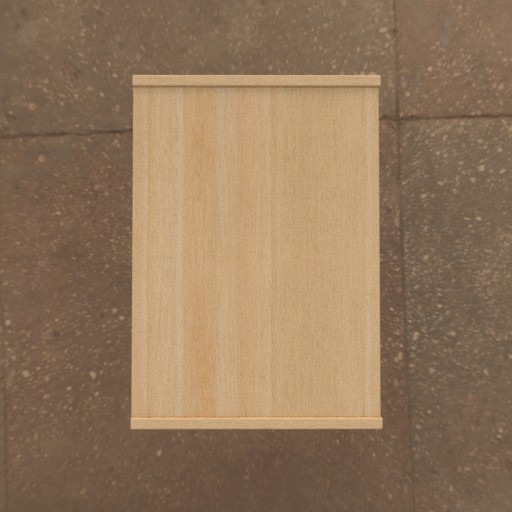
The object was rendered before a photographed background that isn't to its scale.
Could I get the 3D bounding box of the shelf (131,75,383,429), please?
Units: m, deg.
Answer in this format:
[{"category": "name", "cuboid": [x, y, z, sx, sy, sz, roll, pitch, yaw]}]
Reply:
[{"category": "shelf", "cuboid": [0.000, 0.000, 0.809, 0.290, 0.592, 0.414, 0, 89, 0]}]
